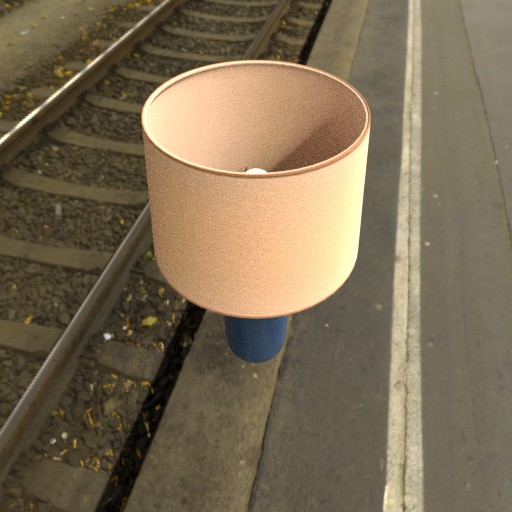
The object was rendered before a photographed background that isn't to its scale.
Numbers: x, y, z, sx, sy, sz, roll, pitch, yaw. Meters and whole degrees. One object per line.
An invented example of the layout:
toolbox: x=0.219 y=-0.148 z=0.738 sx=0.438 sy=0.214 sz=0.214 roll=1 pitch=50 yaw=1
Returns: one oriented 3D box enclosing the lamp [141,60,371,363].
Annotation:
lamp: x=0.000 y=0.000 z=0.847 sx=0.367 sy=0.609 sz=0.367 roll=0 pitch=46 yaw=0
